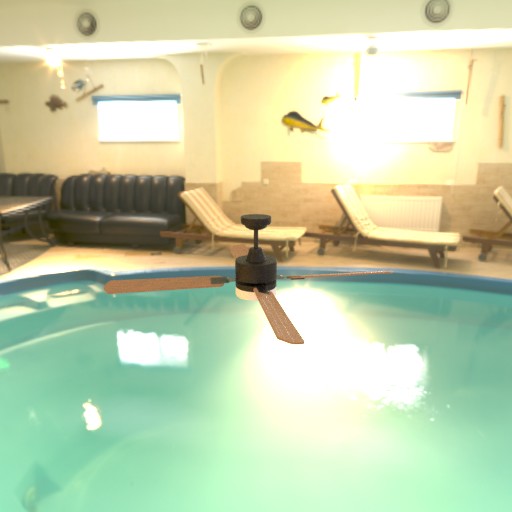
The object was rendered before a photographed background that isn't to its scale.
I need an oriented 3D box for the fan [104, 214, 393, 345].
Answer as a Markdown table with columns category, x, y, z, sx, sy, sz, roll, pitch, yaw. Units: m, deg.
| category | x | y | z | sx | sy | sz | roll | pitch | yaw |
| --- | --- | --- | --- | --- | --- | --- | --- | --- | --- |
| fan | 0.000 | 0.000 | 1.974 | 1.320 | 0.355 | 1.320 | -3 | 15 | -10 |
